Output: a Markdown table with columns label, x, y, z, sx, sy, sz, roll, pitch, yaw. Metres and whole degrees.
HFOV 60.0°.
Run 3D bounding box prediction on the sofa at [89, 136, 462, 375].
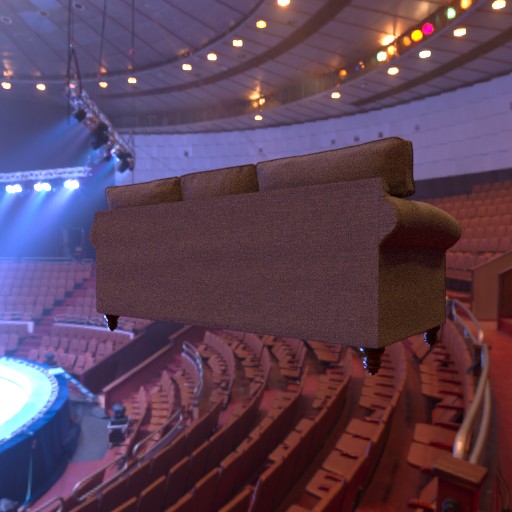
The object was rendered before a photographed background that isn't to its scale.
| label | x | y | z | sx | sy | sz | roll | pitch | yaw |
| --- | --- | --- | --- | --- | --- | --- | --- | --- | --- |
| sofa | 0.000 | 0.000 | 2.610 | 2.084 | 0.961 | 0.916 | 0 | -1 | 38 |
